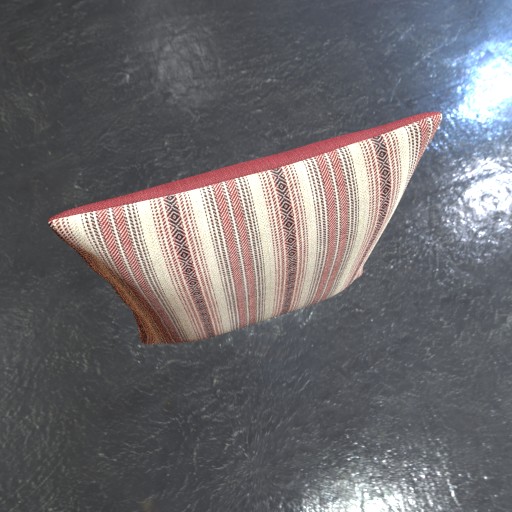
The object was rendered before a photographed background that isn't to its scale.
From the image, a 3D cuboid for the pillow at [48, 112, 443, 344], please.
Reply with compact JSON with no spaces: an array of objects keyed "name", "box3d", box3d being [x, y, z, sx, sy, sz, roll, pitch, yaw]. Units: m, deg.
[{"name":"pillow","box3d":[0.000,0.000,0.758,0.513,0.497,0.166,-17,66,-8]}]
